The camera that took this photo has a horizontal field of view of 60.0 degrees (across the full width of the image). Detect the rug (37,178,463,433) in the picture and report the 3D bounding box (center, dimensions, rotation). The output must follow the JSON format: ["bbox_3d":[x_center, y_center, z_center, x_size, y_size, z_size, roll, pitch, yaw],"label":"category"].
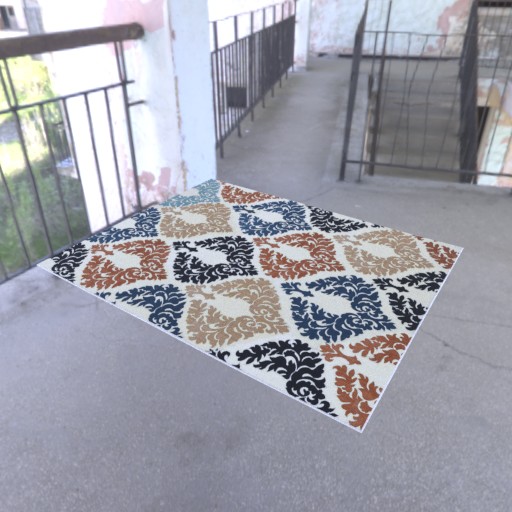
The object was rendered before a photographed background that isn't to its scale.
[{"bbox_3d":[0.000,0.000,4.012,3.040,0.014,2.423,20,37,29],"label":"rug"}]
